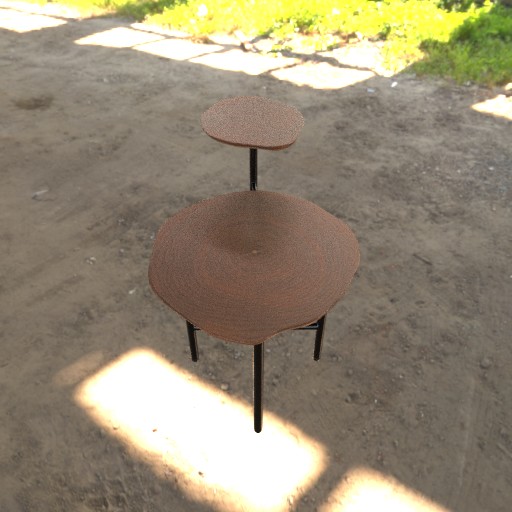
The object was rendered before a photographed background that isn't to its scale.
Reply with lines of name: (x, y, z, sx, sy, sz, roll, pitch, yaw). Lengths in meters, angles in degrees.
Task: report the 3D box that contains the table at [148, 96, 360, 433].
table: (0.000, 0.000, 1.110, 0.442, 0.538, 0.759, 0, 39, 0)
